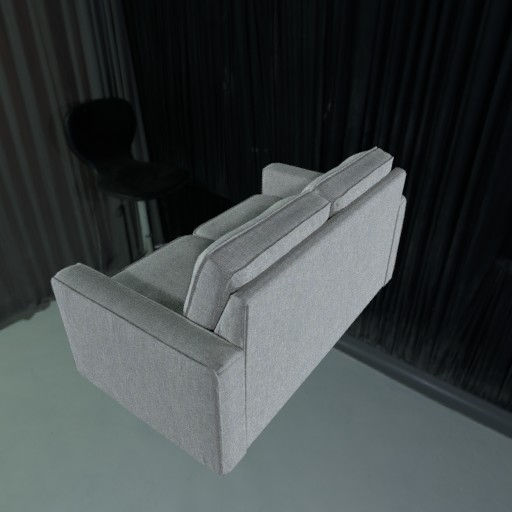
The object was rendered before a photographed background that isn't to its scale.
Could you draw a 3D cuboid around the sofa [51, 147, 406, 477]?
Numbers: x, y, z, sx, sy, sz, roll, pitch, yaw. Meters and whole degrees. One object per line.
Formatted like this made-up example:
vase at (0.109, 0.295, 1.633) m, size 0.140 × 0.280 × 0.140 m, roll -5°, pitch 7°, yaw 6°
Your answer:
sofa at (0.000, 0.000, 2.261) m, size 0.945 × 0.915 × 1.706 m, roll 21°, pitch 38°, yaw 30°
